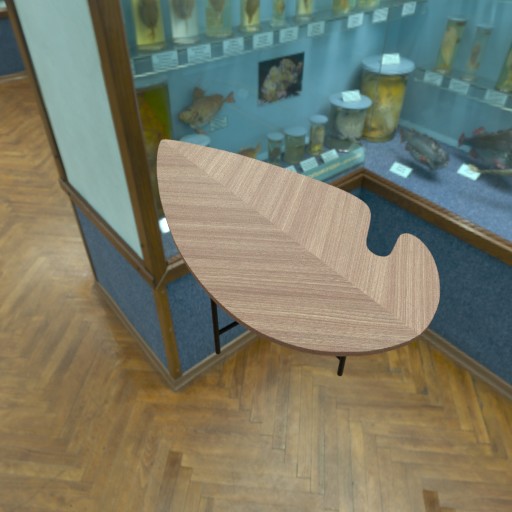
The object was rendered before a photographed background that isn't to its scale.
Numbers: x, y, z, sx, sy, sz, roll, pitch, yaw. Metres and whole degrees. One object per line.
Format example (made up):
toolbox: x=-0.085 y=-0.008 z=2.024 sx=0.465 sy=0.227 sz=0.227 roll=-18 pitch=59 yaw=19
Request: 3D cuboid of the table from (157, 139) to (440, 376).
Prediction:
table: x=0.000 y=0.000 z=1.460 sx=0.598 sy=0.360 sz=1.199 roll=-26 pitch=47 yaw=-27
